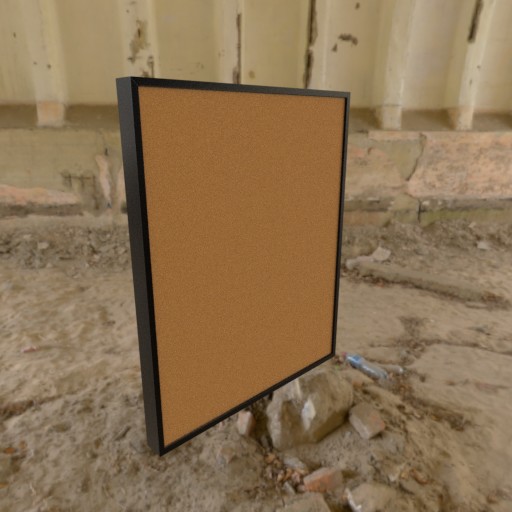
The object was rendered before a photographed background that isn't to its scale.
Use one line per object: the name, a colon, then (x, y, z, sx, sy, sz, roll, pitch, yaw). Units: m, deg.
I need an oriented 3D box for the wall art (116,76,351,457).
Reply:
wall art: (0.000, 0.000, 0.772, 0.451, 0.553, 0.039, -16, 23, -41)
